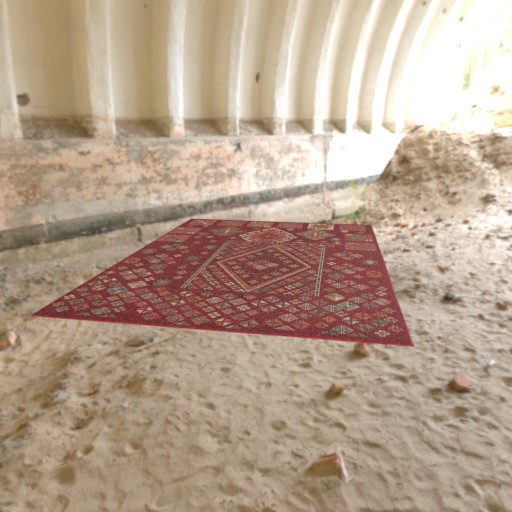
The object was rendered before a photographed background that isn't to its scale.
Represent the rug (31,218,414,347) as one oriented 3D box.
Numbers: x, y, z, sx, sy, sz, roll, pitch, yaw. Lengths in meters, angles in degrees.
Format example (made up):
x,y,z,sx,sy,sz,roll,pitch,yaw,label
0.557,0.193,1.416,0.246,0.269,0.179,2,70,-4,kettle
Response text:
x,y,z,sx,sy,sz,roll,pitch,yaw,label
0.000,0.000,4.244,2.389,0.011,3.306,3,16,10,rug
